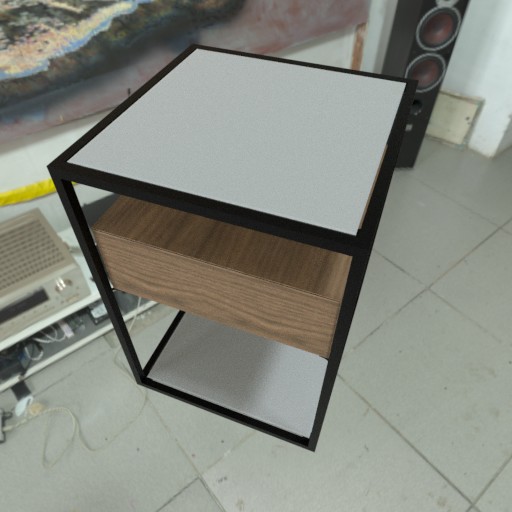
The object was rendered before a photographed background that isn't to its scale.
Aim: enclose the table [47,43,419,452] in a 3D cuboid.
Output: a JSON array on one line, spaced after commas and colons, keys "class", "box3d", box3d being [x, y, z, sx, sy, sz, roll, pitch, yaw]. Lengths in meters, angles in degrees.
[{"class": "table", "box3d": [0.000, 0.000, 0.787, 0.378, 0.540, 0.378, 16, 49, 14]}]
